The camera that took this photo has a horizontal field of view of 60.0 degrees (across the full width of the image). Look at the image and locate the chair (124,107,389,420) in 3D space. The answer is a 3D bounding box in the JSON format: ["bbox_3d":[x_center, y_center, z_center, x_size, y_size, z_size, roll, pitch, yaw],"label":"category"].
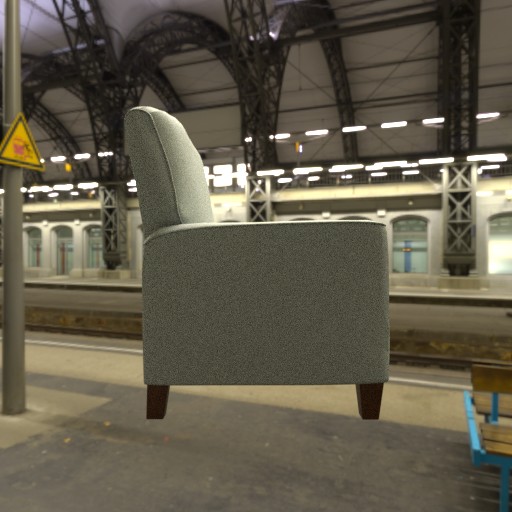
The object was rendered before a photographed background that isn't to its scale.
[{"bbox_3d":[0.000,0.000,1.741,0.846,1.007,0.853,0,0,0],"label":"chair"}]
